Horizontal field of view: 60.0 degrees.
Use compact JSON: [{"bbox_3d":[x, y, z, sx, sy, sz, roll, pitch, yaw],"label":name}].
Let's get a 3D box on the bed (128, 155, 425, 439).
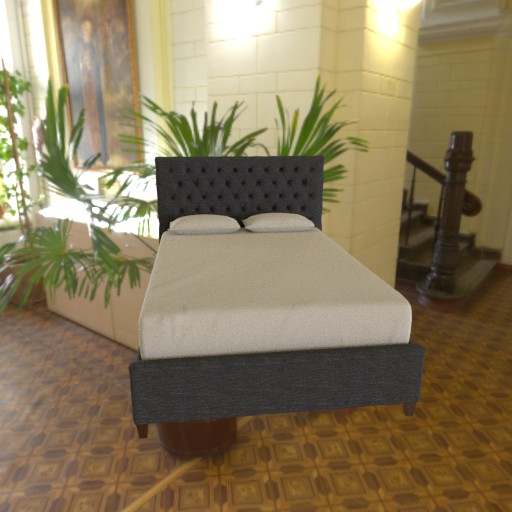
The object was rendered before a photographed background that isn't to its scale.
[{"bbox_3d":[0.000,0.000,3.505,1.698,1.427,2.387,-2,16,-7],"label":"bed"}]
